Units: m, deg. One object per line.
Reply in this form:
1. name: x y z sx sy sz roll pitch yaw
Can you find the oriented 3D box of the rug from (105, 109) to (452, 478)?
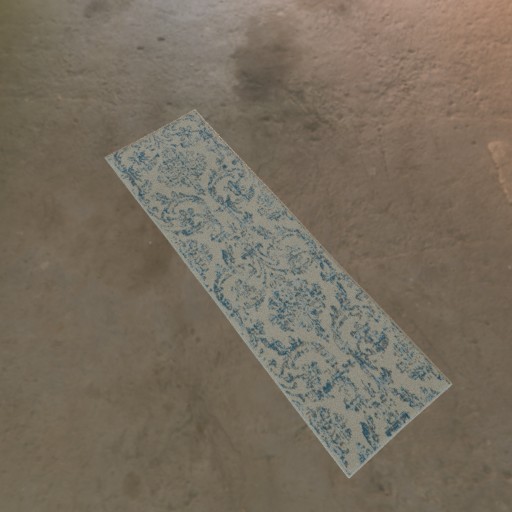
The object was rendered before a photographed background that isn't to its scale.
1. rug: 0.000 0.000 2.395 0.662 0.011 2.196 -34 68 -16
